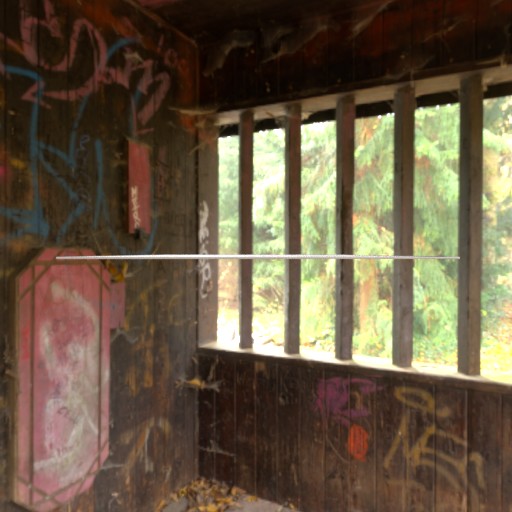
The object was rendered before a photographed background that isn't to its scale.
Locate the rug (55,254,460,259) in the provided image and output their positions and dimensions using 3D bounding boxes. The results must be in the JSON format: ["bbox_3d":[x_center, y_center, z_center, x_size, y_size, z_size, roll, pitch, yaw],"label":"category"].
[{"bbox_3d":[0.000,0.000,4.260,2.393,0.013,3.307,0,0,-1],"label":"rug"}]
